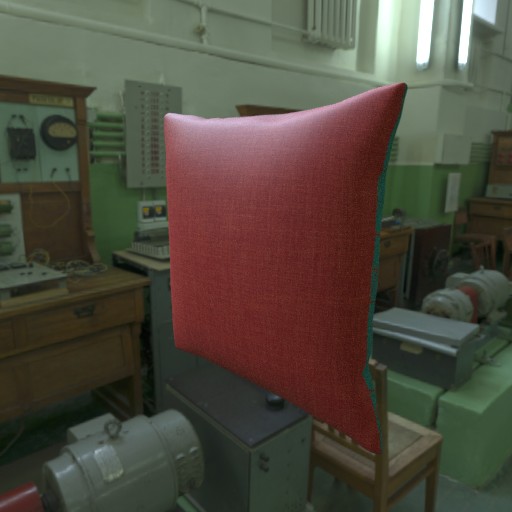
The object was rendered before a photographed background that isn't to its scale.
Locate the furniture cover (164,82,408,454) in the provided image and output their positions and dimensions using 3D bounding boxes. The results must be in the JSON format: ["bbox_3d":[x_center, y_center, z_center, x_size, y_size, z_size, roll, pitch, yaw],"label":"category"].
[{"bbox_3d":[0.000,0.000,0.764,0.158,0.508,0.517,-12,17,-43],"label":"furniture cover"}]
